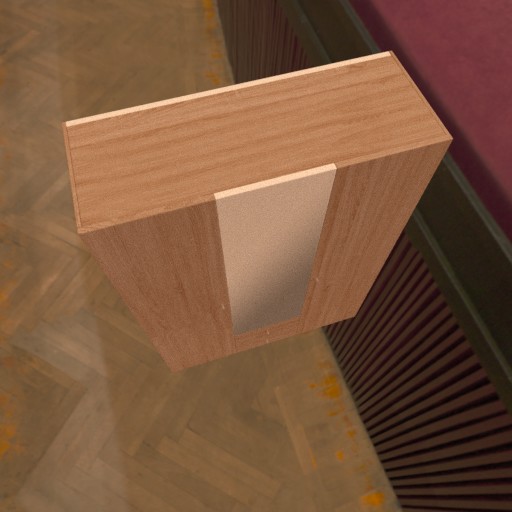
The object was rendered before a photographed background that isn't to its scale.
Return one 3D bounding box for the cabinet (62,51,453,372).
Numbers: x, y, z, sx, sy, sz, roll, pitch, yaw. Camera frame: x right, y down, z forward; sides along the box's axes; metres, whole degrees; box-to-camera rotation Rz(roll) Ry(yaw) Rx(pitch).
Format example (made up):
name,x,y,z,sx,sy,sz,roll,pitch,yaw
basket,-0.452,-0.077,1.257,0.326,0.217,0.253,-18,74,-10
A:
name,x,y,z,sx,sy,sz,roll,pitch,yaw
cabinet,0.000,0.000,2.738,1.500,2.120,0.590,-16,63,-8
